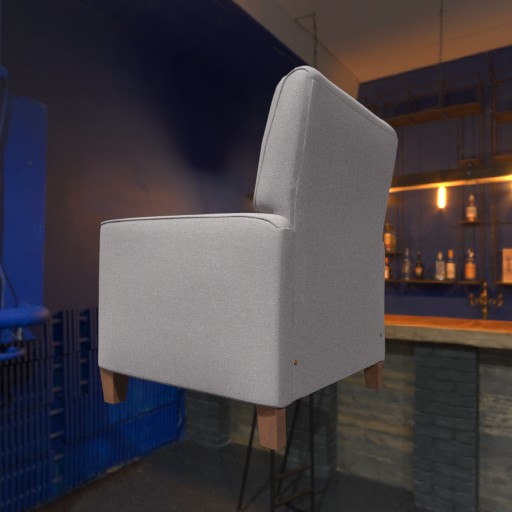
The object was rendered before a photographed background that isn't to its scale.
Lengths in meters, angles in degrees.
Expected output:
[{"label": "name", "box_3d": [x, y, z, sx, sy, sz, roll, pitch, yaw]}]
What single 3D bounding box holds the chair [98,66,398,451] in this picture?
[{"label": "chair", "box_3d": [0.000, 0.000, 1.642, 0.859, 1.023, 0.845, -1, -2, 36]}]
